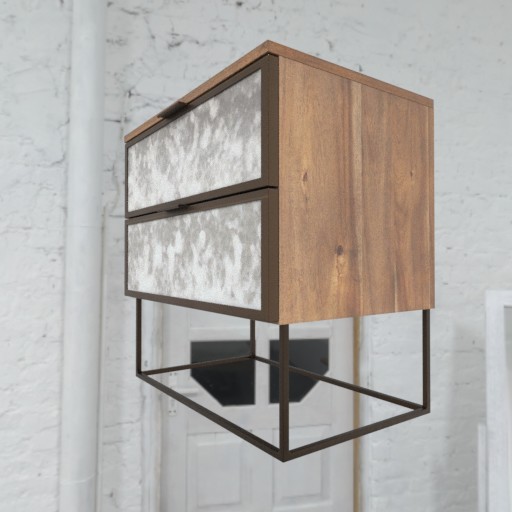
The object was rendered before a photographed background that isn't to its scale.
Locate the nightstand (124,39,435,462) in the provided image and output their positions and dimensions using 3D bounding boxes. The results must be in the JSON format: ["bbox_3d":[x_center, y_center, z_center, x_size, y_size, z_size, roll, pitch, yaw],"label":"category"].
[{"bbox_3d":[0.000,0.000,0.988,0.427,0.611,0.605,0,-1,-36],"label":"nightstand"}]
